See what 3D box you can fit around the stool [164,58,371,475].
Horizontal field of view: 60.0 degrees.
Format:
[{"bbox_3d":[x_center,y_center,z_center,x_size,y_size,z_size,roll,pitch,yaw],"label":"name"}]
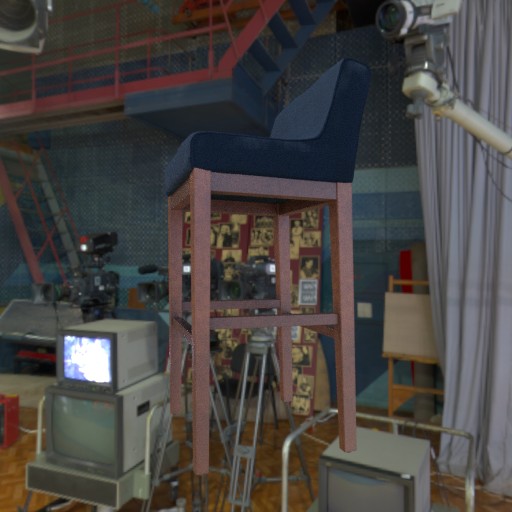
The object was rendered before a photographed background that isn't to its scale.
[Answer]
[{"bbox_3d":[0.000,0.000,1.327,0.500,1.037,0.511,0,0,-18],"label":"stool"}]
